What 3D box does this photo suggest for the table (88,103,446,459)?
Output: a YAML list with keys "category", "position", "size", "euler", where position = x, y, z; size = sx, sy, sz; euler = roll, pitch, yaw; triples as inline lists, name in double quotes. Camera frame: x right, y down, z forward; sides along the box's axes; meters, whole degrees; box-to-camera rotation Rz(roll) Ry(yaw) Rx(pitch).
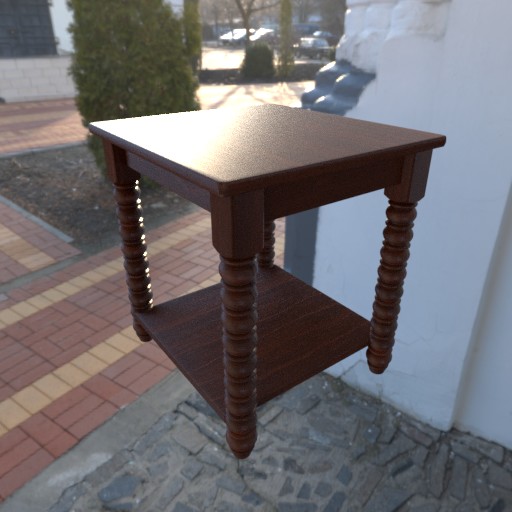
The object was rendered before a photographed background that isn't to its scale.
- category: "table"
  position: [0.000, 0.000, 1.010]
  size: [0.500, 0.567, 0.533]
  euler: [-18, 32, -32]
